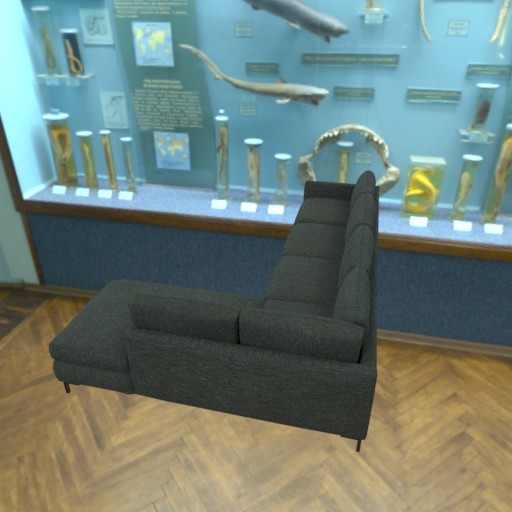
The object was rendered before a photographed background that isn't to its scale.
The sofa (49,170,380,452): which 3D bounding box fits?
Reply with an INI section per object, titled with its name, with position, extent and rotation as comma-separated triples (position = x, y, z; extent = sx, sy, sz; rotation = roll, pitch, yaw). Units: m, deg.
[sofa]
position = 0.000, 0.000, 3.804
extent = 2.007, 0.815, 2.949
rotation = 7, 30, 12
